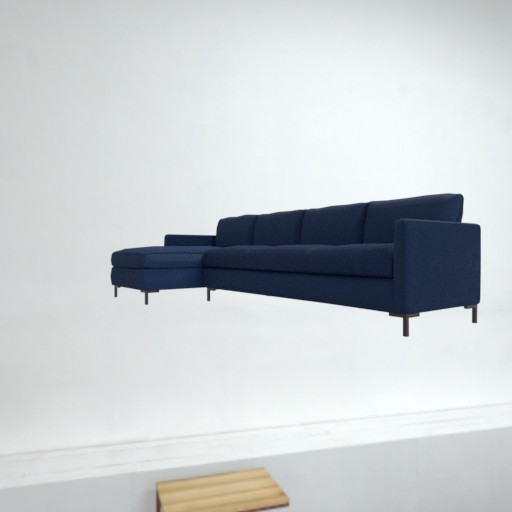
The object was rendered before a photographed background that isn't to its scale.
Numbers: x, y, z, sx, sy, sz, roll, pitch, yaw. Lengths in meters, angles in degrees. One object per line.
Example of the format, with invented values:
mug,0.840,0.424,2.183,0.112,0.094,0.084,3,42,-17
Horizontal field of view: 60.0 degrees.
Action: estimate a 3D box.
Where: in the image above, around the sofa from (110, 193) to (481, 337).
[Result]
sofa,0.000,0.000,2.917,1.128,0.679,2.450,-1,1,-37
